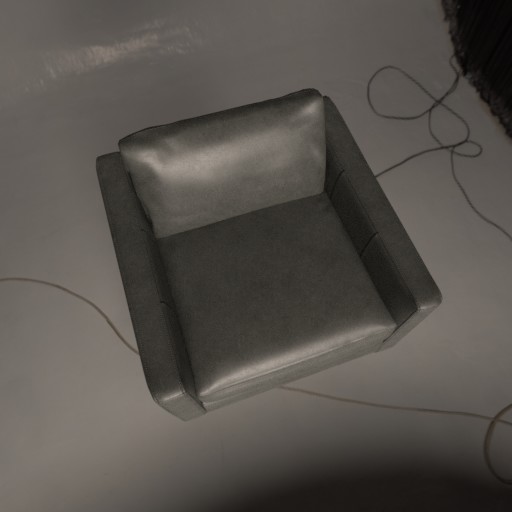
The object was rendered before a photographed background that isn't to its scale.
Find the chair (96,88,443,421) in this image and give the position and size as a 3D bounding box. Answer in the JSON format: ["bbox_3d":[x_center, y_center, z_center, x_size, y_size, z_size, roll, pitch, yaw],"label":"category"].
[{"bbox_3d":[0.000,0.000,1.534,0.967,0.824,0.861,-17,65,-8],"label":"chair"}]
